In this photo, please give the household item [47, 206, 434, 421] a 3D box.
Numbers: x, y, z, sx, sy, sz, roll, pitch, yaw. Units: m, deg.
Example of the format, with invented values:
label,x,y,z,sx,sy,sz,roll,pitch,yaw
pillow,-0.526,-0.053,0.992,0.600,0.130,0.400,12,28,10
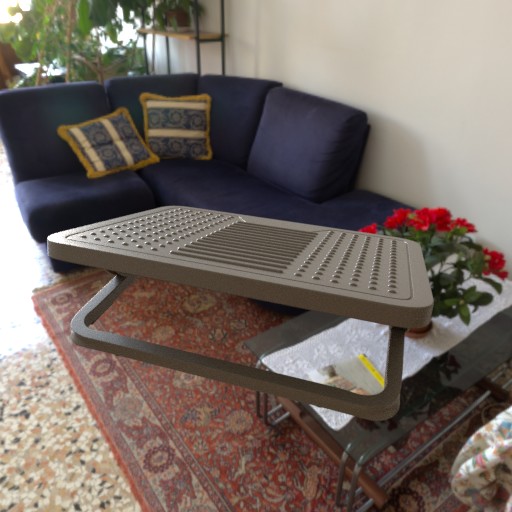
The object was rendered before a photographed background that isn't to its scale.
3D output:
label,x,y,z,sx,sy,sz,roll,pitch,yaw
household item,0.000,0.000,0.544,0.390,0.126,0.301,10,33,15
